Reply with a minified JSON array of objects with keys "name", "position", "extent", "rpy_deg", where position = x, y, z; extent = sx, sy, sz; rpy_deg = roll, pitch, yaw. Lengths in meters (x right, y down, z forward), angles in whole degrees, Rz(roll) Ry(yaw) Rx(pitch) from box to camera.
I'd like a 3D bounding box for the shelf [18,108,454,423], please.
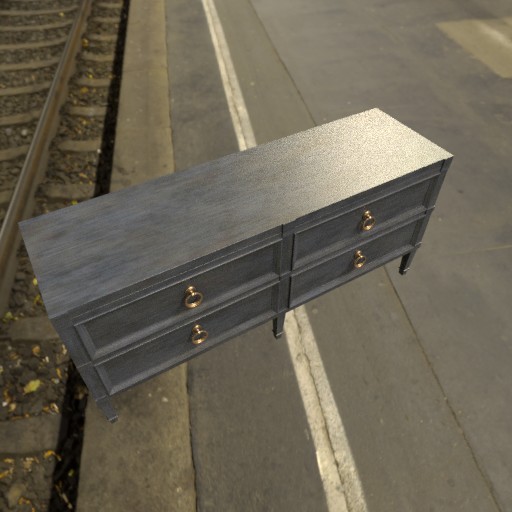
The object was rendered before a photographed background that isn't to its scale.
[{"name":"shelf","position":[0.000,0.000,1.881],"extent":[1.575,0.719,0.479],"rpy_deg":[-23,50,-21]}]
